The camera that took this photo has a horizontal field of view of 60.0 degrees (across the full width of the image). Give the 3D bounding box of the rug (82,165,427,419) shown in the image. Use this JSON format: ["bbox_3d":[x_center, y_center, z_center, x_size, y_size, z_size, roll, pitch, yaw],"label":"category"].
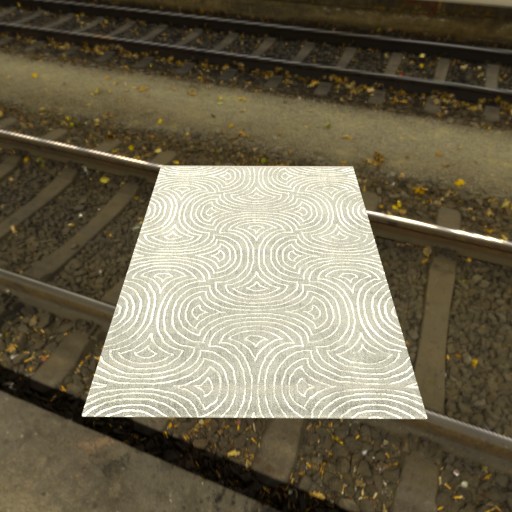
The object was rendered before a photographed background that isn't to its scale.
[{"bbox_3d":[0.000,0.000,2.772,1.543,0.015,2.144,0,42,0],"label":"rug"}]
